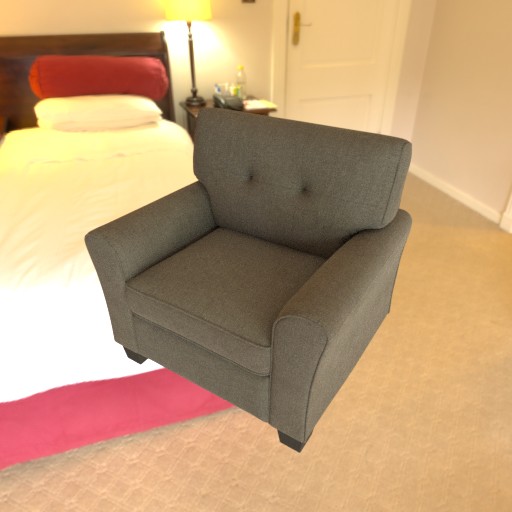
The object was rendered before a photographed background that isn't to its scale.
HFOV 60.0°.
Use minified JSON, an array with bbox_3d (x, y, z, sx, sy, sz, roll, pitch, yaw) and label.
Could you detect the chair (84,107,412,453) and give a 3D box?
[{"bbox_3d":[0.000,0.000,1.662,0.941,0.890,0.816,19,36,28],"label":"chair"}]
